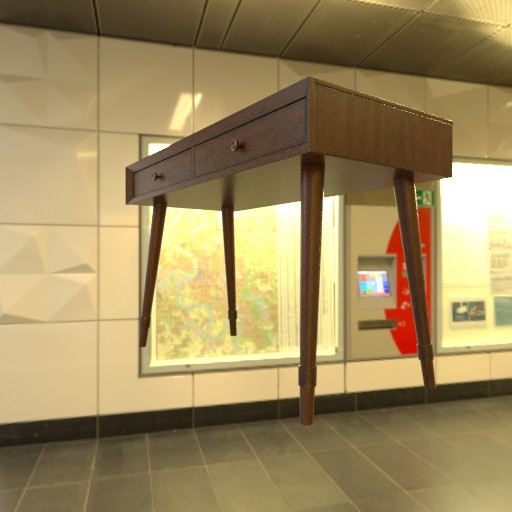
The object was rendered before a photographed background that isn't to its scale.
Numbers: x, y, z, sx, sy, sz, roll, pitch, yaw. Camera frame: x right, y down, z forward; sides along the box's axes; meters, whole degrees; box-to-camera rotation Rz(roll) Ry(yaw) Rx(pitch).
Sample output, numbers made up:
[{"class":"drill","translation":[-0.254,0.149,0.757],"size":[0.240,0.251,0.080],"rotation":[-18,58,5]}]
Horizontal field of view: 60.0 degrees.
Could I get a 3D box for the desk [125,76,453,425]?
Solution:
[{"class":"desk","translation":[0.000,0.000,2.126],"size":[0.734,1.031,1.577],"rotation":[0,0,-35]}]
